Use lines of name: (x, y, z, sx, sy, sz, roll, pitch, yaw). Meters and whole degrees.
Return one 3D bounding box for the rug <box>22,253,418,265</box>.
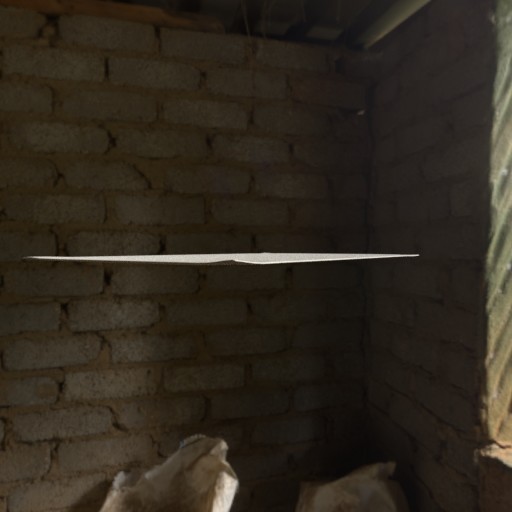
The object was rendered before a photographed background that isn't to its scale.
rug: (0.000, 0.000, 2.429, 1.214, 0.023, 1.947, 1, 1, 35)
